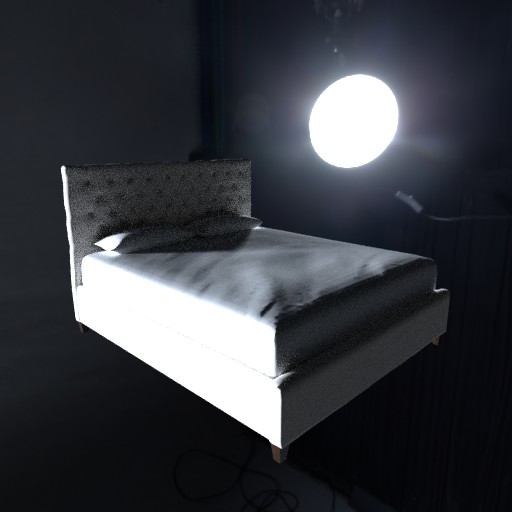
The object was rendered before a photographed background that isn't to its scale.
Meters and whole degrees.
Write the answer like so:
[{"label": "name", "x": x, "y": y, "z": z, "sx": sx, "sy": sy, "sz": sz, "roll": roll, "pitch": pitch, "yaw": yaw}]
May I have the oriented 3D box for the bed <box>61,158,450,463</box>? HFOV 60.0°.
[{"label": "bed", "x": 0.000, "y": 0.000, "z": 3.588, "sx": 2.387, "sy": 1.427, "sz": 2.078, "roll": 14, "pitch": 20, "yaw": 43}]
